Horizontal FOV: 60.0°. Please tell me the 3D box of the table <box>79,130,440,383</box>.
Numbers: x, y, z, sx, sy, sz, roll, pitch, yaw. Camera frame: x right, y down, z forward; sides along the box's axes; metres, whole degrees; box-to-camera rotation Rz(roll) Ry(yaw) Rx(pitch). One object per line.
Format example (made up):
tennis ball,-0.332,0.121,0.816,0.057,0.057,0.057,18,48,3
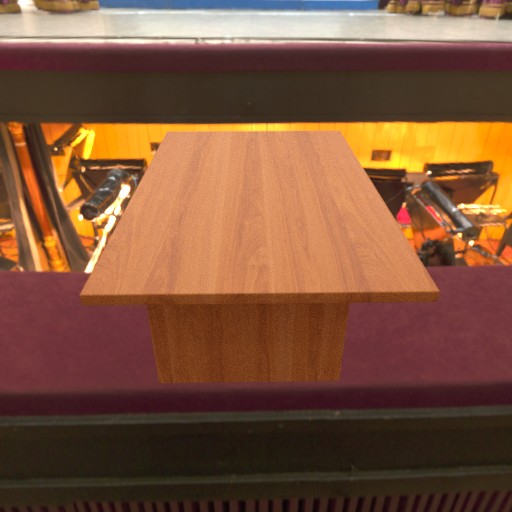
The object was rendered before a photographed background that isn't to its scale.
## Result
table,0.000,0.000,1.459,0.700,0.510,1.100,-1,32,-1
